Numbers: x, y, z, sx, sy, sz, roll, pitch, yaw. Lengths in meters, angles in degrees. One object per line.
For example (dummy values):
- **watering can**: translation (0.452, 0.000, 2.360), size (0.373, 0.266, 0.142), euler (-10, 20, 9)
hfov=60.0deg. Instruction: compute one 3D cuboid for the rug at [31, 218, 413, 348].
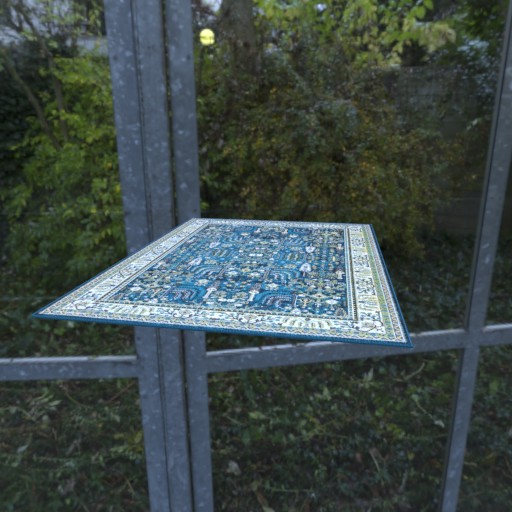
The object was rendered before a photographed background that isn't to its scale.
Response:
- **rug**: translation (0.000, 0.000, 2.840), size (1.594, 0.013, 2.213), euler (3, 16, 10)
